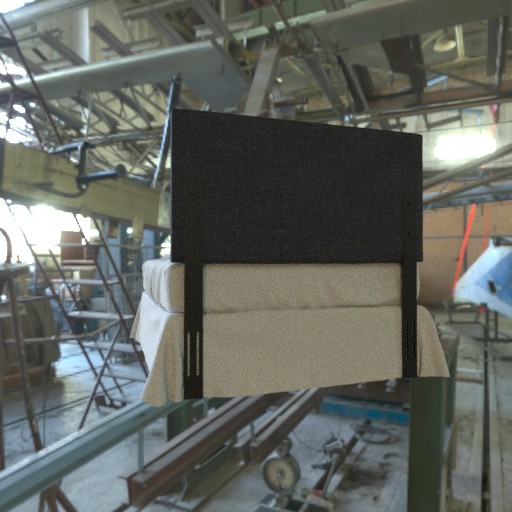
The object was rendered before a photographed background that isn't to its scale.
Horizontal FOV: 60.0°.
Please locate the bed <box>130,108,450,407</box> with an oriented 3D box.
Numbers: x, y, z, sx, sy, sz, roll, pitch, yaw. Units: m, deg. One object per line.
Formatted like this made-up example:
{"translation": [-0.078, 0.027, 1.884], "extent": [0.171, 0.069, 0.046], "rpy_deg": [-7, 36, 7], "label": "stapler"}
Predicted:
{"translation": [0.000, 0.000, 3.589], "extent": [1.936, 1.577, 2.222], "rpy_deg": [0, -1, -18], "label": "bed"}
